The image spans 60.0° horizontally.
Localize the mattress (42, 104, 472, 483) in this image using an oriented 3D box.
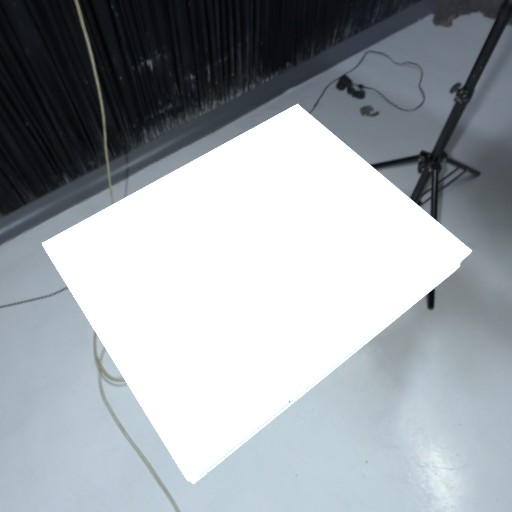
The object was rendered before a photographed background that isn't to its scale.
[{"bbox_3d":[0.000,0.000,2.719,2.000,0.230,1.600,-33,65,-18],"label":"mattress"}]
